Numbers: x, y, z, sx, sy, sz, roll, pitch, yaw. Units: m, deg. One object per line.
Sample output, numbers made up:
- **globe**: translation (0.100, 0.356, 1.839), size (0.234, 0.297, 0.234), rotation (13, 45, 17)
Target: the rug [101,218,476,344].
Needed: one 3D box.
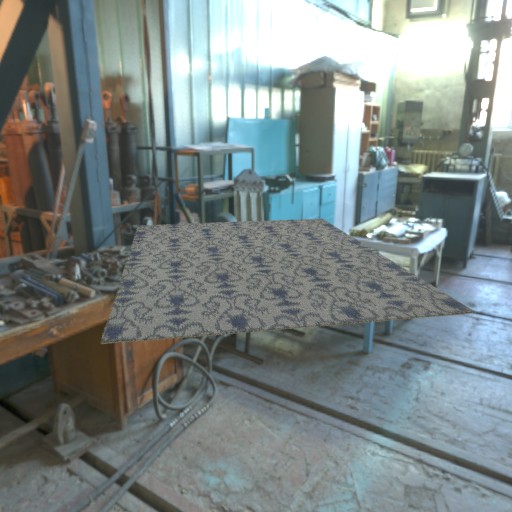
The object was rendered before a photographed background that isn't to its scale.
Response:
- **rug**: translation (0.000, 0.000, 4.281), size (2.437, 0.015, 3.205), rotation (-3, 17, -10)
